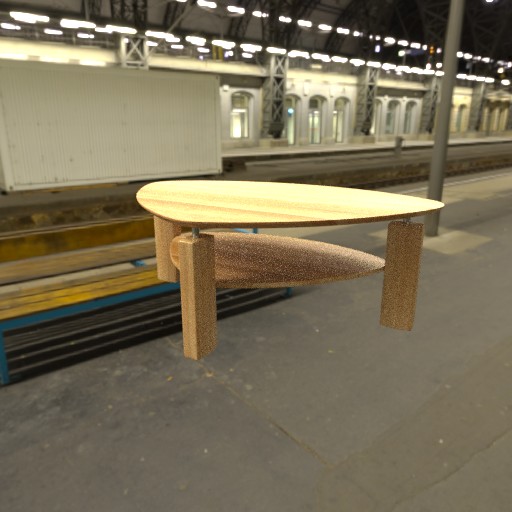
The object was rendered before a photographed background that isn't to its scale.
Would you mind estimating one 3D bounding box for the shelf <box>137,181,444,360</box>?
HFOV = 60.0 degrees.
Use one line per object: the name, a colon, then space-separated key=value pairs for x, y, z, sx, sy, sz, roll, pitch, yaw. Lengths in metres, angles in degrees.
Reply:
shelf: x=0.000 y=0.000 z=1.676 sx=1.240 sy=0.439 sz=0.863 roll=9 pitch=19 yaw=27
